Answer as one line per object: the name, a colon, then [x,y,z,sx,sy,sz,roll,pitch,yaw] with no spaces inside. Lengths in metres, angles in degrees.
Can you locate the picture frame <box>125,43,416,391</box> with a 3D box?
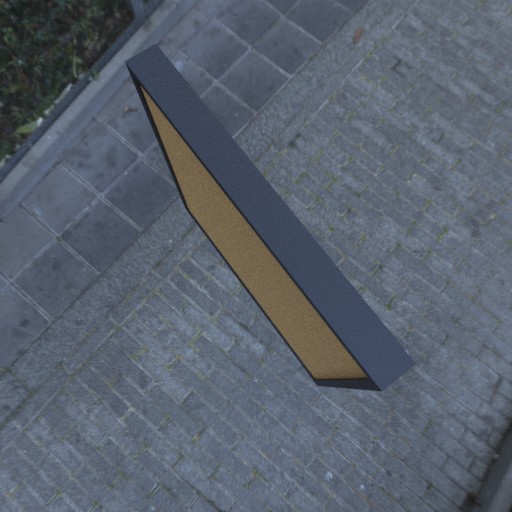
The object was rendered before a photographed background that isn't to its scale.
picture frame: [0.000,0.000,0.479,0.030,0.317,0.317,-35,77,-9]
